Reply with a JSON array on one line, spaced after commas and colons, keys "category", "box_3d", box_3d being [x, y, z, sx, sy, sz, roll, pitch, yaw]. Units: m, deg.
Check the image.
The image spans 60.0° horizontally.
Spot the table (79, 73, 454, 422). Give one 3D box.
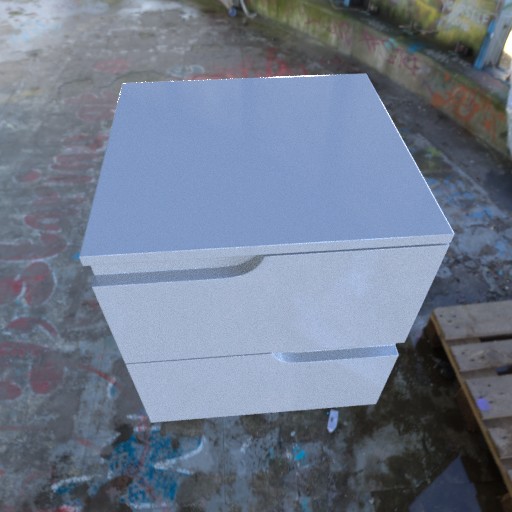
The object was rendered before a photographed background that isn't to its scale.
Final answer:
[{"category": "table", "box_3d": [0.000, 0.000, 0.800, 0.420, 0.470, 0.400, -4, 48, -3]}]
